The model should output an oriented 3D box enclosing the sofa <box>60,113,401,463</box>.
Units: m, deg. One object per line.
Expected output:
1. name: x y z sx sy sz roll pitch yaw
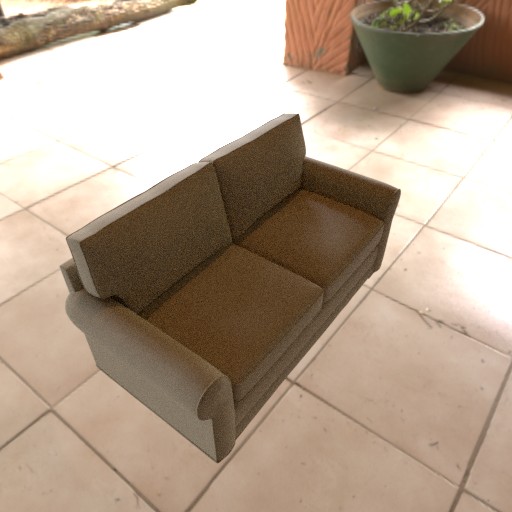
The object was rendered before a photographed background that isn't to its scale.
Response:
1. sofa: 0.000 0.000 2.329 0.861 0.933 1.774 26 47 27
